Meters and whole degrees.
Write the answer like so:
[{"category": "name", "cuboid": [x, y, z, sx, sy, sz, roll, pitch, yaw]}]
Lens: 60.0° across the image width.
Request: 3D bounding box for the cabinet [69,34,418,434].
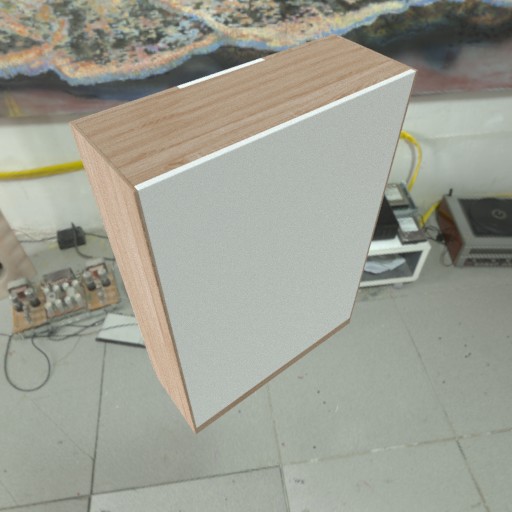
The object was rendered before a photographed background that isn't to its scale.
[{"category": "cabinet", "cuboid": [0.000, 0.000, 2.738, 1.500, 2.120, 0.590, -30, 54, -25]}]
